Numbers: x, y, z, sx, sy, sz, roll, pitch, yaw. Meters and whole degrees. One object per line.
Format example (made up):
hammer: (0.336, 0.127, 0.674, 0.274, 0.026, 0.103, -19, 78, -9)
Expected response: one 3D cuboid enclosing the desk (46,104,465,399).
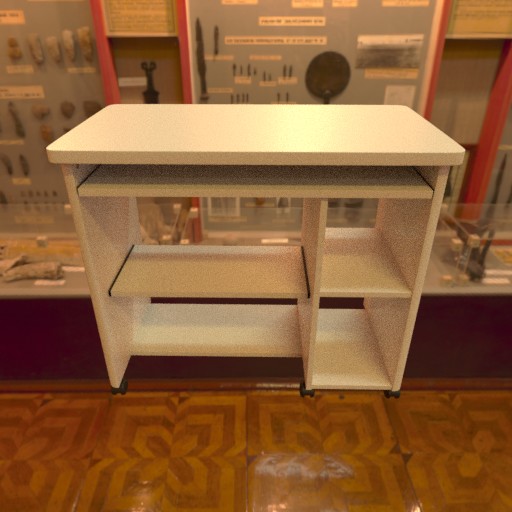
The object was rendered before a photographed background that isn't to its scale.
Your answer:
desk: (0.000, 0.000, 1.297, 0.877, 0.763, 0.475, 0, 30, 1)
